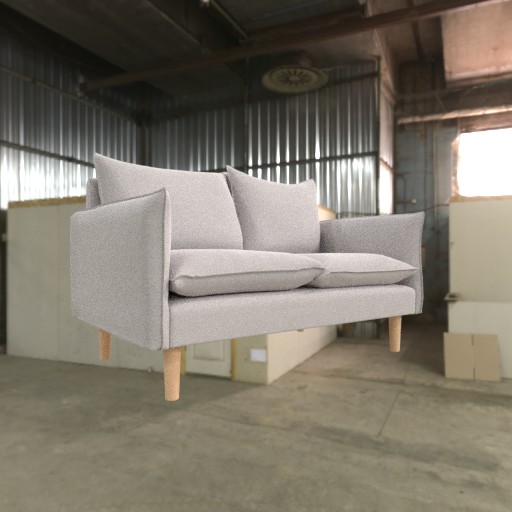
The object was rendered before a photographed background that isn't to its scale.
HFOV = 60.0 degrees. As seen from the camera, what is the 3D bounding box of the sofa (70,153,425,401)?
[{"bbox_3d":[0.000,0.000,1.865,1.300,0.840,0.820,0,1,-37],"label":"sofa"}]
